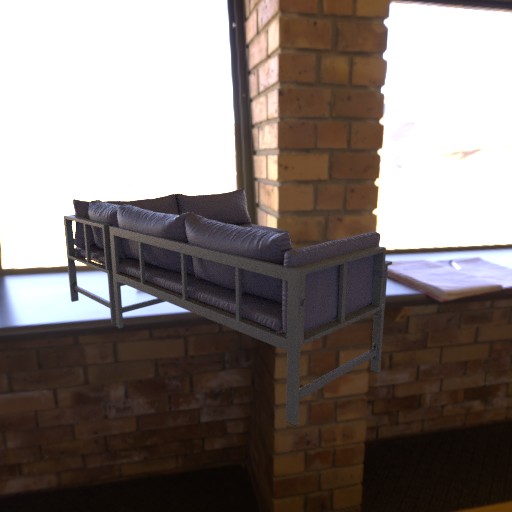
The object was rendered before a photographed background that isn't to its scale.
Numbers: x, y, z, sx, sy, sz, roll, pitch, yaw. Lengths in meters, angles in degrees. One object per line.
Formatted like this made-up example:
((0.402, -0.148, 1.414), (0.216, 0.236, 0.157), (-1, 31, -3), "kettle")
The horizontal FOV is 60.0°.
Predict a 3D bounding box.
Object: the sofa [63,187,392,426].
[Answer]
((0.000, 0.000, 2.953), (1.658, 0.762, 2.149), (-12, 18, -43), "sofa")
